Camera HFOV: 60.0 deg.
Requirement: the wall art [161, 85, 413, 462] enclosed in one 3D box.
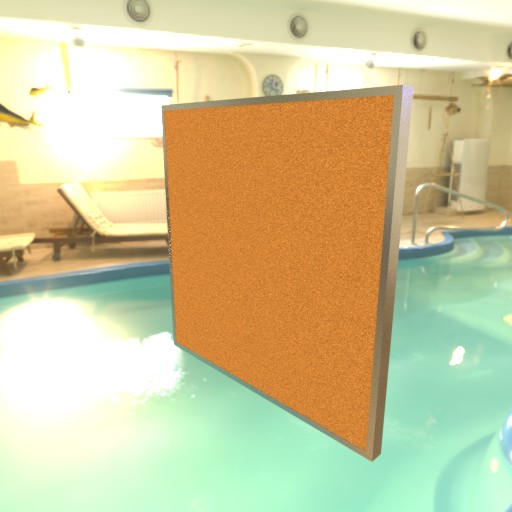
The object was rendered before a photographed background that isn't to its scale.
[{"bbox_3d":[0.000,0.000,1.198,0.038,0.806,0.806,-14,21,-42],"label":"wall art"}]
